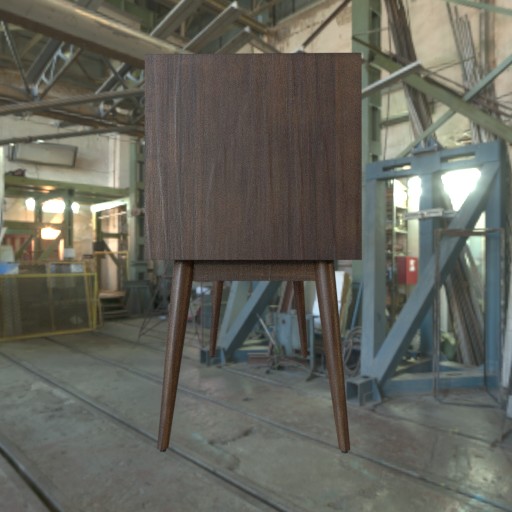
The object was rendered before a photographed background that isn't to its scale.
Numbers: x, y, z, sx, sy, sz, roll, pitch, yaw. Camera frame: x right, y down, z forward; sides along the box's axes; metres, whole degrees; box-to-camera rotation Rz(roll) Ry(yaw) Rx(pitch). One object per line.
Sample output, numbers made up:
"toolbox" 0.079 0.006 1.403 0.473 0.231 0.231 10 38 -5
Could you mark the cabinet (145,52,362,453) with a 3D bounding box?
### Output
"cabinet" 0.000 0.000 1.090 0.354 0.654 0.743 0 0 1
